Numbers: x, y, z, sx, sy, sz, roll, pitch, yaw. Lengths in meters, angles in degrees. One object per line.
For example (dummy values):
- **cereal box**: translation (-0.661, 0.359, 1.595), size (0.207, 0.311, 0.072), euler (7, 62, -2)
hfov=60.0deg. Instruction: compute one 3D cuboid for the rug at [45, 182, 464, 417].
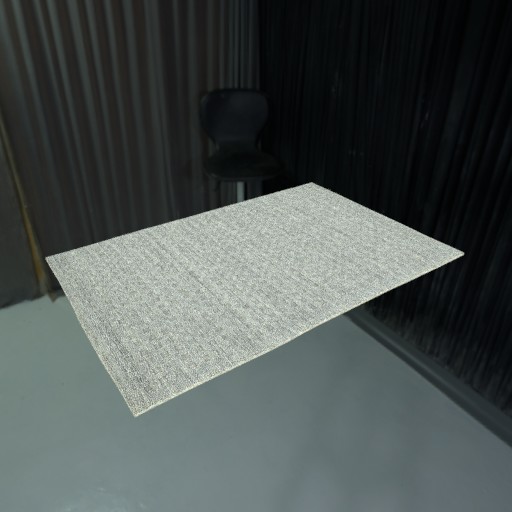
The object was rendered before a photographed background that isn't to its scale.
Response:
- **rug**: translation (0.000, 0.000, 2.912), size (2.297, 0.018, 1.532), euler (-20, 36, -29)
